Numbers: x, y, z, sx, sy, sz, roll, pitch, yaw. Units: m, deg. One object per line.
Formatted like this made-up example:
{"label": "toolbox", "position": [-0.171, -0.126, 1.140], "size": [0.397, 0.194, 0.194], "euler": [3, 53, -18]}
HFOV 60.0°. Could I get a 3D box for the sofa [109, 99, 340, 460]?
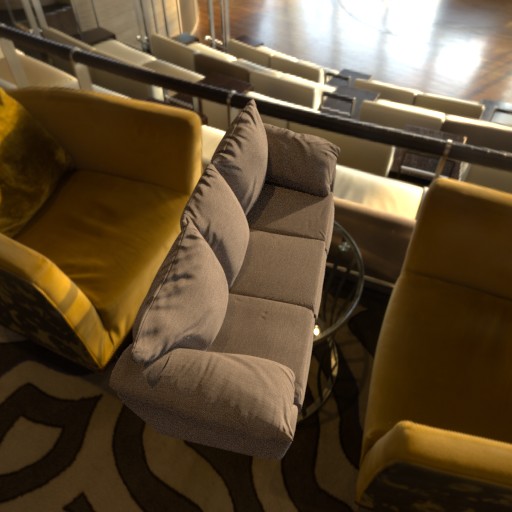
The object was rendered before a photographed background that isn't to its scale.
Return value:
{"label": "sofa", "position": [0.000, 0.000, 2.872], "size": [0.927, 1.043, 2.390], "euler": [9, 48, 8]}
